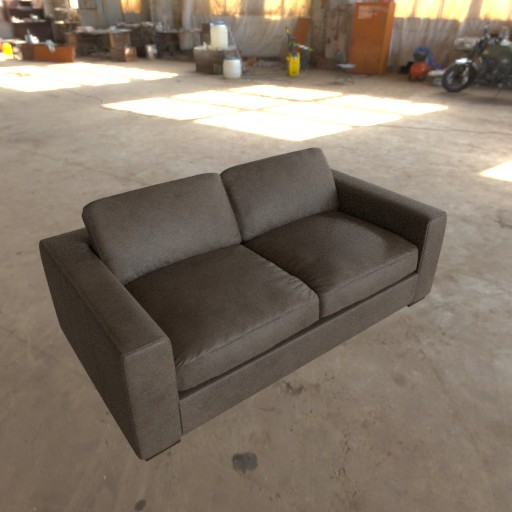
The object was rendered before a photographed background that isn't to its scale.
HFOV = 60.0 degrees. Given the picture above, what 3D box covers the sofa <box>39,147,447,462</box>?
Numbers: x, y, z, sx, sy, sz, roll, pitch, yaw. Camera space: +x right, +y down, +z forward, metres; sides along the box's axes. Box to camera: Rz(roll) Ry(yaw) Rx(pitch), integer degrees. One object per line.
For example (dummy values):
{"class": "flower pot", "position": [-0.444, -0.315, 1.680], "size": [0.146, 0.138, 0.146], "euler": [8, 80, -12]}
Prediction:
{"class": "sofa", "position": [0.000, 0.000, 2.394], "size": [1.920, 0.800, 1.070], "euler": [-21, 36, -31]}
